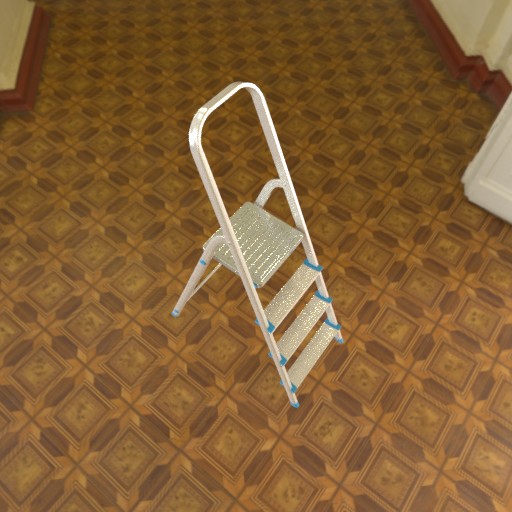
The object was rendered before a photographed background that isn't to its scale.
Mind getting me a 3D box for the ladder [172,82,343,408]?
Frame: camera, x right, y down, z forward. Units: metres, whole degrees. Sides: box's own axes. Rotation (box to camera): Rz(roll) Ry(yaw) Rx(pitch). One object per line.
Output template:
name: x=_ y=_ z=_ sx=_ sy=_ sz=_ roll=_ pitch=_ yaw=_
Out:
ladder: x=0.000 y=0.000 z=1.805 sx=0.842 sy=1.434 sz=0.445 roll=33 pitch=63 yaw=19
